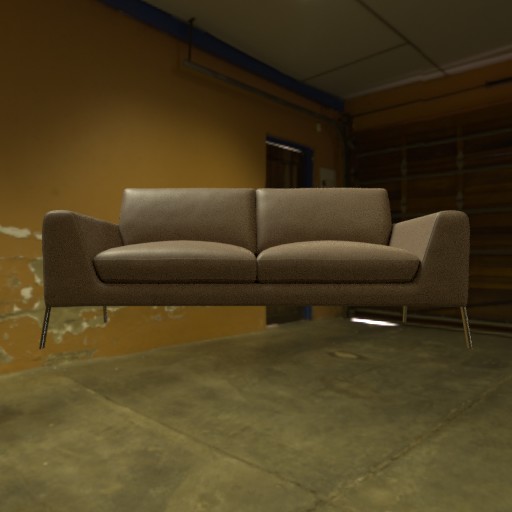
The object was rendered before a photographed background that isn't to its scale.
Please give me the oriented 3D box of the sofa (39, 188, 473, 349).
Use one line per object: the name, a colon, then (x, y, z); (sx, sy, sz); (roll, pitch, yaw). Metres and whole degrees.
sofa: (0.000, 0.000, 2.521); (2.017, 0.875, 0.953); (0, -1, 0)
